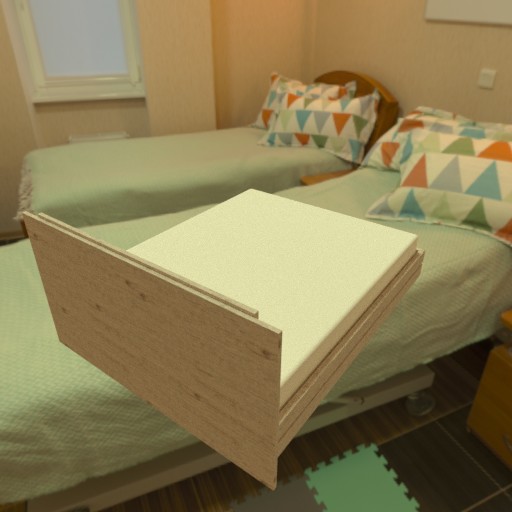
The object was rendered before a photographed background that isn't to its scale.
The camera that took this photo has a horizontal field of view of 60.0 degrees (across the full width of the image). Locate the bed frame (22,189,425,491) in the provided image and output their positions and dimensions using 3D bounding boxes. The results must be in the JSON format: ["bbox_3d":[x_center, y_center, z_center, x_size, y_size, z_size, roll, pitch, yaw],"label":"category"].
[{"bbox_3d":[0.000,0.000,3.009,1.750,0.970,2.080,21,36,31],"label":"bed frame"}]
